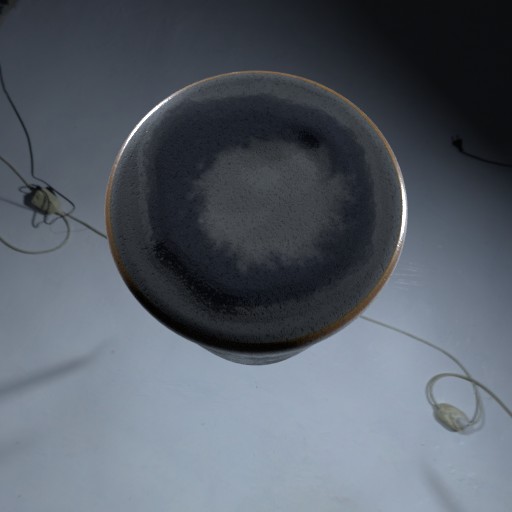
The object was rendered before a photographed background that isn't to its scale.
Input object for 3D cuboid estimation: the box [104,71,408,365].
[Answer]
[{"bbox_3d":[0.000,0.000,0.249,0.118,0.168,0.118,0,74,0],"label":"box"}]
